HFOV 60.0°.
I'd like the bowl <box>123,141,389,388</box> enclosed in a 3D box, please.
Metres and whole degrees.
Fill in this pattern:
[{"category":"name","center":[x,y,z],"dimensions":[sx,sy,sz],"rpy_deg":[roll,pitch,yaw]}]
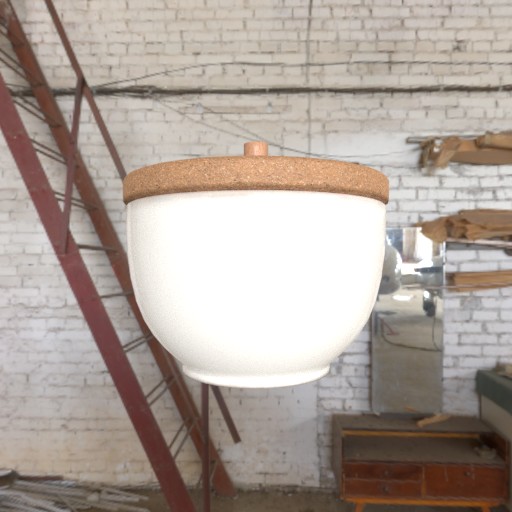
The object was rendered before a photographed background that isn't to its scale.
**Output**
[{"category":"bowl","center":[0.000,0.000,0.219],"dimensions":[0.126,0.110,0.126],"rpy_deg":[0,0,0]}]
